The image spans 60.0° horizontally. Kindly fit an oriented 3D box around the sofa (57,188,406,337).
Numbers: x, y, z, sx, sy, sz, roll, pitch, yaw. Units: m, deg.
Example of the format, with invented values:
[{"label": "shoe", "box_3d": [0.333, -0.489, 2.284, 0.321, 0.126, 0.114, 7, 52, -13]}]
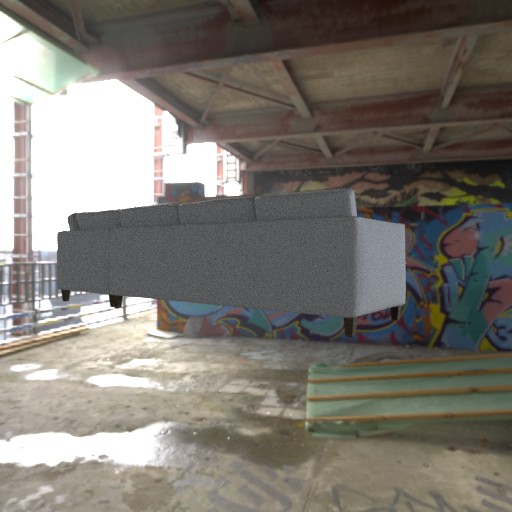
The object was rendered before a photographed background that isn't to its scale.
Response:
[{"label": "sofa", "box_3d": [0.000, 0.000, 4.565, 3.333, 0.934, 2.522, 0, 1, 36]}]
